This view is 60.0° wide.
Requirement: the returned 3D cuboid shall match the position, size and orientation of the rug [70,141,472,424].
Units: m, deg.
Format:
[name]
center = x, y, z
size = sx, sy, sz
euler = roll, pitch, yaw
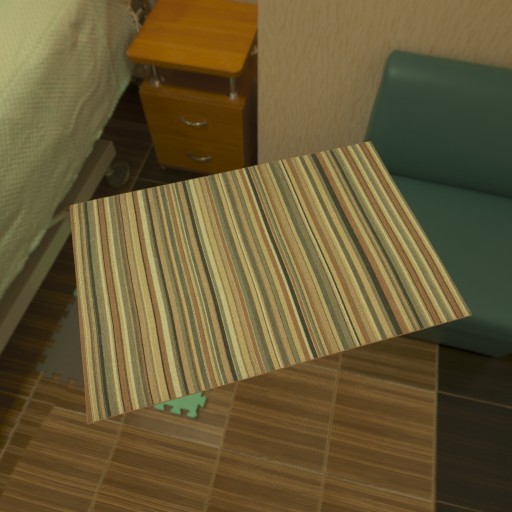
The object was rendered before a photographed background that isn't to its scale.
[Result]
[rug]
center = 0.000, 0.000, 2.313
size = 1.829, 0.008, 1.219
euler = -14, 59, -8
